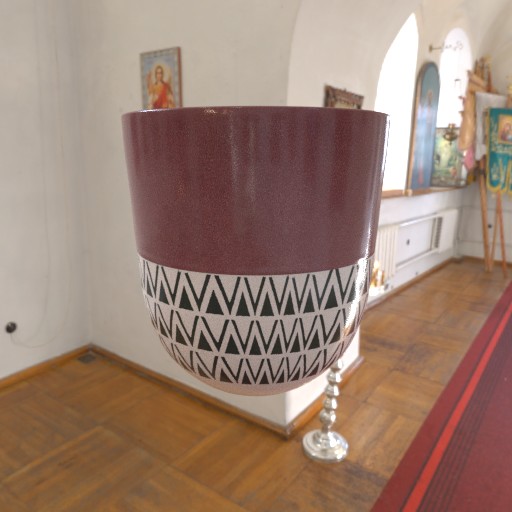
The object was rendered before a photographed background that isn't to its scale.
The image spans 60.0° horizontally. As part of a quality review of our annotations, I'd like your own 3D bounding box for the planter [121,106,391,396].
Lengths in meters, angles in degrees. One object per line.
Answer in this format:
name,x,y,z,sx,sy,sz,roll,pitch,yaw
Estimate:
planter,0.000,0.000,0.359,0.195,0.214,0.195,0,14,0
